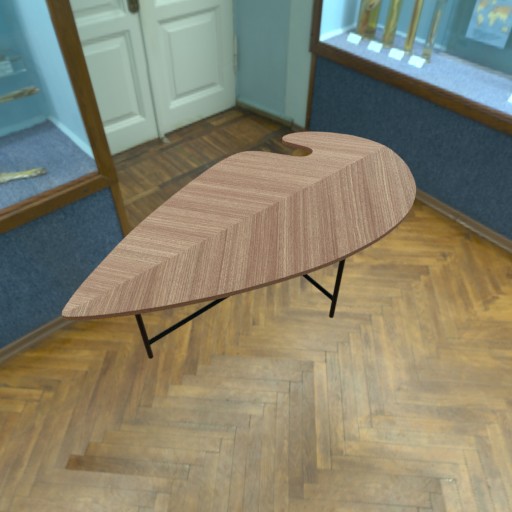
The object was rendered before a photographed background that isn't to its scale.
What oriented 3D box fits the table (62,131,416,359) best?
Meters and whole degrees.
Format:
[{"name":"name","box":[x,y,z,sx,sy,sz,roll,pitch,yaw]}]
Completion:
[{"name":"table","box":[0.000,0.000,1.457,1.199,0.360,0.598,-30,53,-26]}]
